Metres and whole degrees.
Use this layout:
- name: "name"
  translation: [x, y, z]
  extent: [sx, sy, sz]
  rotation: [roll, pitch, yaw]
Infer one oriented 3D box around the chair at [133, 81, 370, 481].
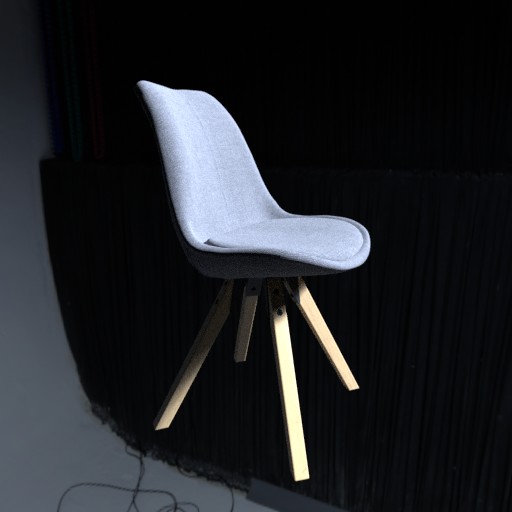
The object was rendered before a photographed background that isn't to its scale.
- name: "chair"
  translation: [0.000, 0.000, 1.141]
  extent: [0.550, 0.850, 0.485]
  rotation: [7, 16, 27]
